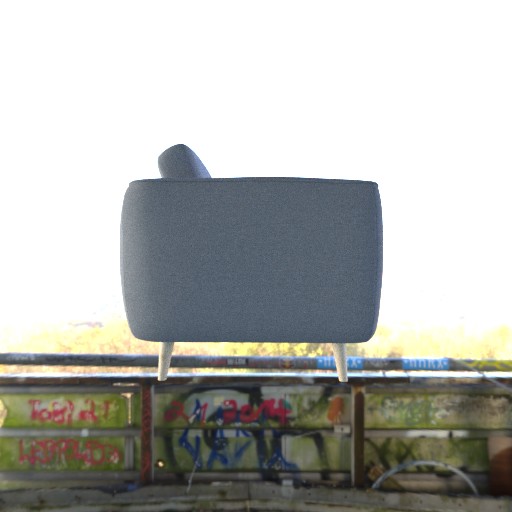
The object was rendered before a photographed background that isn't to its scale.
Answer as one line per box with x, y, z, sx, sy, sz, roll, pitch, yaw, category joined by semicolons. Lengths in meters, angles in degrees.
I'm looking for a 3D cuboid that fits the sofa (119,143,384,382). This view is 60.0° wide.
0.000;0.000;2.220;0.920;0.850;1.700;0;0;1;sofa
